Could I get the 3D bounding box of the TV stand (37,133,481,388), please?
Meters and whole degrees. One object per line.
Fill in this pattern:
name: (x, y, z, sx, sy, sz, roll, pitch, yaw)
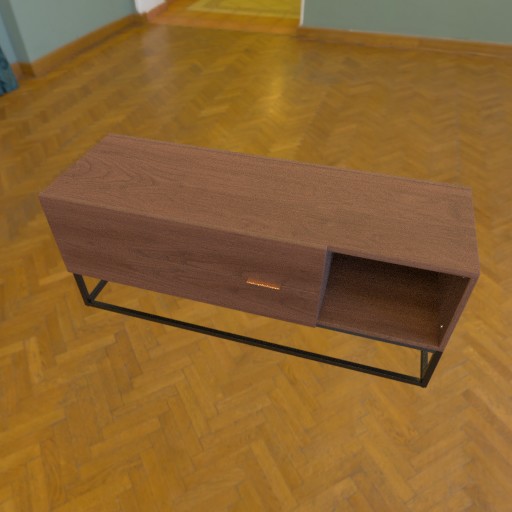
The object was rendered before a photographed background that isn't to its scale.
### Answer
TV stand: (0.000, 0.000, 1.455, 1.200, 0.500, 0.415, 11, 43, 12)
